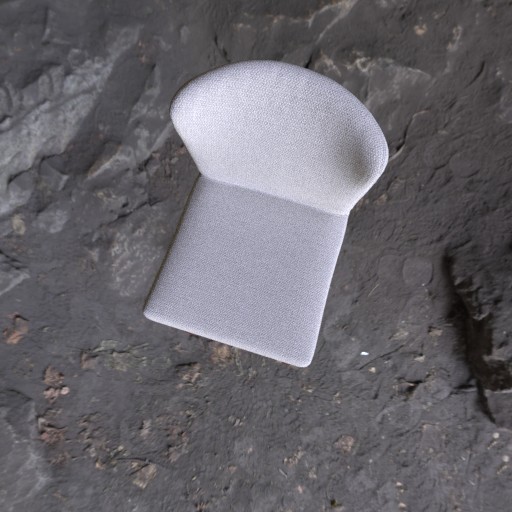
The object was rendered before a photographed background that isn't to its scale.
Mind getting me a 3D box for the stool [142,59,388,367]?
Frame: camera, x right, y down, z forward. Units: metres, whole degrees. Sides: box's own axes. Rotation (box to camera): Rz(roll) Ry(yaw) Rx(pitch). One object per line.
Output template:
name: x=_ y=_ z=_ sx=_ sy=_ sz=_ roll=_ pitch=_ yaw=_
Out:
stool: x=0.000 y=0.000 z=1.361 sx=0.481 sy=1.069 sz=0.568 roll=17 pitch=75 yaw=5
